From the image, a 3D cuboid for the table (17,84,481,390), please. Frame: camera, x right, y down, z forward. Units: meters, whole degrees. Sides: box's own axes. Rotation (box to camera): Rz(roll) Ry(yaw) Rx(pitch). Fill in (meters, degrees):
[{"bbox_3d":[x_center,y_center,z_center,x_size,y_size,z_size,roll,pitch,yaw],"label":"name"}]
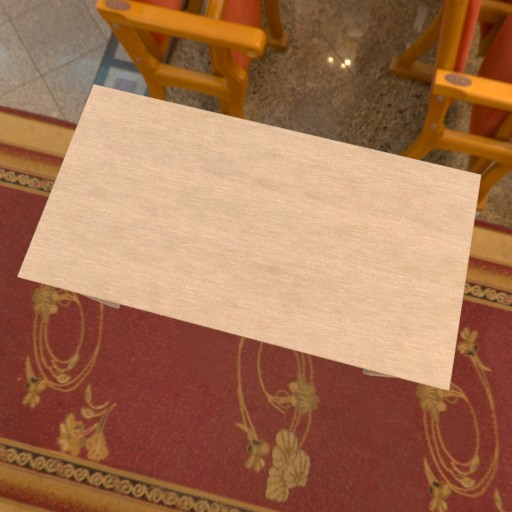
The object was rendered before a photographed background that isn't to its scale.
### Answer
[{"bbox_3d":[0.000,0.000,1.892,1.397,0.874,0.729,14,76,3],"label":"table"}]
